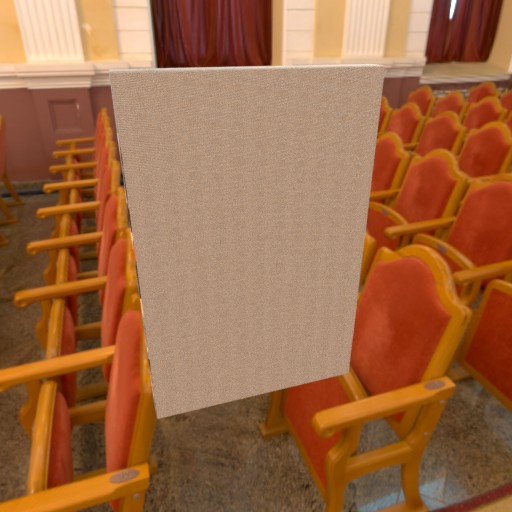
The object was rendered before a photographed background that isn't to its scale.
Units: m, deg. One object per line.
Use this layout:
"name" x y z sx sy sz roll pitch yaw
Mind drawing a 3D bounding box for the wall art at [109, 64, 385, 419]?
"wall art" 0.000 0.000 1.160 0.609 0.911 0.061 -8 28 -16
